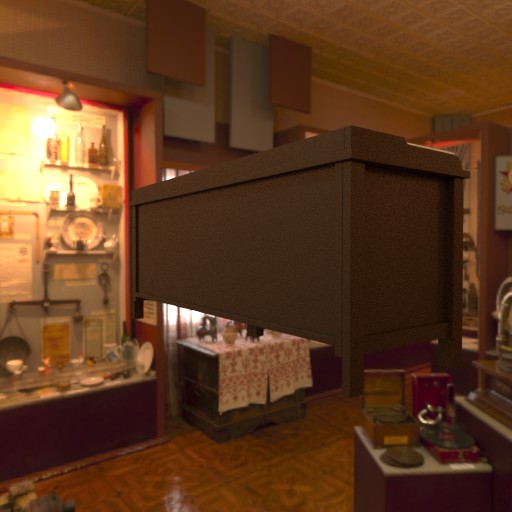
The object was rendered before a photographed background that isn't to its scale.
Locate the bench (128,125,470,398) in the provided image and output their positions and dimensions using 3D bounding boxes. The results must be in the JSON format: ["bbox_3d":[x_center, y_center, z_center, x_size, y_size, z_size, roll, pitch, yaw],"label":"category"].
[{"bbox_3d":[0.000,0.000,1.372,0.398,0.501,1.140,-1,1,-36],"label":"bench"}]
